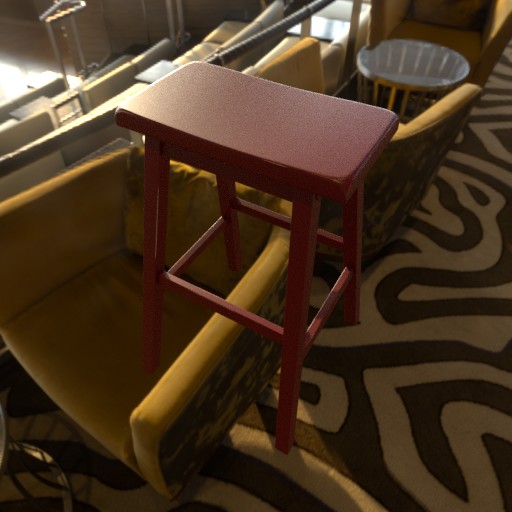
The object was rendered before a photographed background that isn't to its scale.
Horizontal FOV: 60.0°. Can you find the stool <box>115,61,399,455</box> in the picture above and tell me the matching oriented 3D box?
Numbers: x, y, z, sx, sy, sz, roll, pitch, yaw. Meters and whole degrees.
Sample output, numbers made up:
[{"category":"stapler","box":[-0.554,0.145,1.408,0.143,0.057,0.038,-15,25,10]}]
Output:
[{"category":"stool","box":[0.000,0.000,1.037,0.457,0.737,0.476,23,50,21]}]
